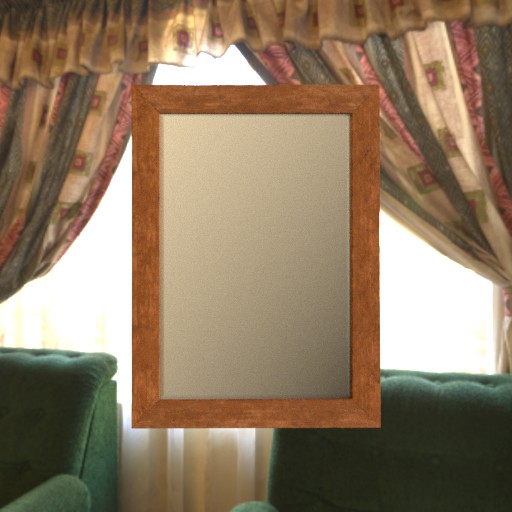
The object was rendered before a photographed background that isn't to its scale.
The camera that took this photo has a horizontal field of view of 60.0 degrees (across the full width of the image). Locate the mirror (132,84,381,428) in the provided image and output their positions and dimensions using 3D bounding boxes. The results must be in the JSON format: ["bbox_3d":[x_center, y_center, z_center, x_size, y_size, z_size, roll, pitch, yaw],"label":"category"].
[{"bbox_3d":[0.000,0.000,1.429,0.796,1.099,0.028,0,0,0],"label":"mirror"}]
